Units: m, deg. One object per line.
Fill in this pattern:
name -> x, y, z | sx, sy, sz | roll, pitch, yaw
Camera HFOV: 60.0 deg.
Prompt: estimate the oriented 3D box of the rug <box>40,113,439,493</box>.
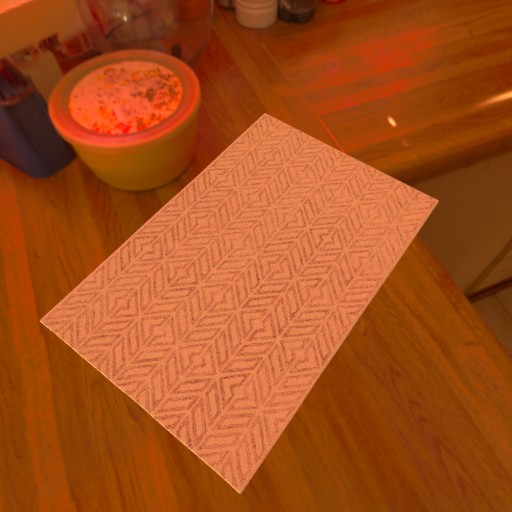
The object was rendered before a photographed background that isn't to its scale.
rug -> 0.000, 0.000, 2.314 | 1.220, 0.007, 1.828 | 32, 64, 18
